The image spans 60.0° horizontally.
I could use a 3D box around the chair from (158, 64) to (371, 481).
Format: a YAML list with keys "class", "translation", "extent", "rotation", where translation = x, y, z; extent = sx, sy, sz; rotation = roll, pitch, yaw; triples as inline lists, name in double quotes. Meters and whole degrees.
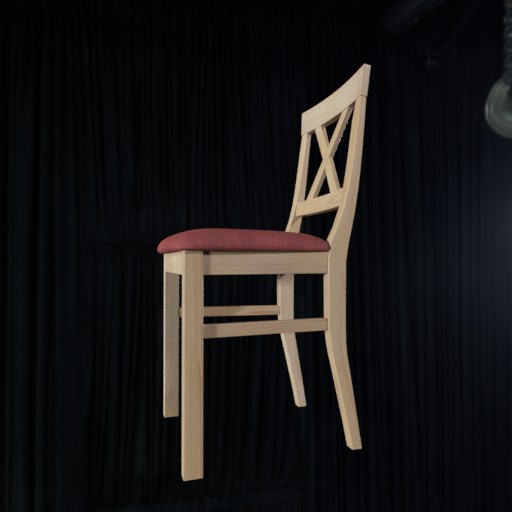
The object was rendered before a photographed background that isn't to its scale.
- class: "chair"
  translation: [0.000, 0.000, 1.156]
  extent: [0.492, 0.912, 0.439]
  rotation: [0, -1, -17]
